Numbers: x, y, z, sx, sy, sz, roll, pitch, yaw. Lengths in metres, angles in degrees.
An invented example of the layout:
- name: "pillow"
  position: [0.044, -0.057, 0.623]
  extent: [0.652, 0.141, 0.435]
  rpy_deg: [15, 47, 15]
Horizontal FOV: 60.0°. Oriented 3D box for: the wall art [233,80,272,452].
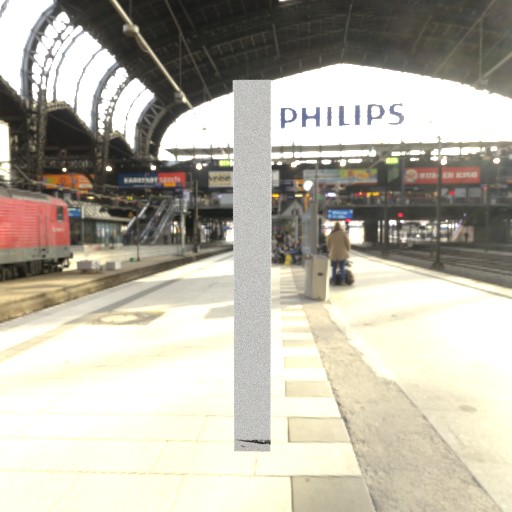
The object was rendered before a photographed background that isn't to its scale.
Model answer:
- name: "wall art"
  position: [0.000, 0.000, 0.796]
  extent: [0.042, 0.414, 0.608]
  rpy_deg: [0, 3, 1]
